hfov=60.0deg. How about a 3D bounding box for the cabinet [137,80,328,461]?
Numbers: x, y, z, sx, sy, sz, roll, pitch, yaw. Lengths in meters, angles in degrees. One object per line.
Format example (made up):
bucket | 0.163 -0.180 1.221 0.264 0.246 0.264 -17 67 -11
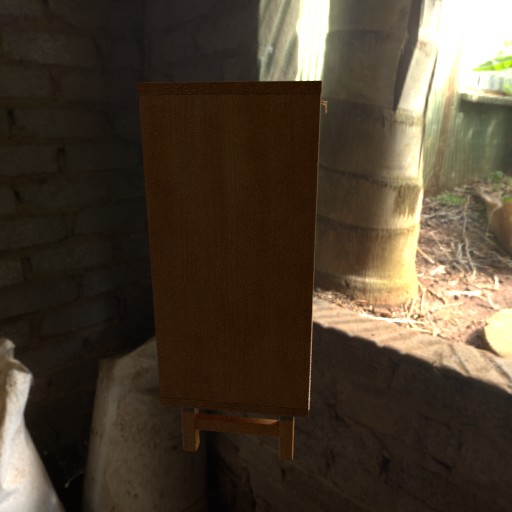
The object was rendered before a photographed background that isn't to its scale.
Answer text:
cabinet | 0.000 0.000 1.454 0.419 1.001 0.800 2 17 8
